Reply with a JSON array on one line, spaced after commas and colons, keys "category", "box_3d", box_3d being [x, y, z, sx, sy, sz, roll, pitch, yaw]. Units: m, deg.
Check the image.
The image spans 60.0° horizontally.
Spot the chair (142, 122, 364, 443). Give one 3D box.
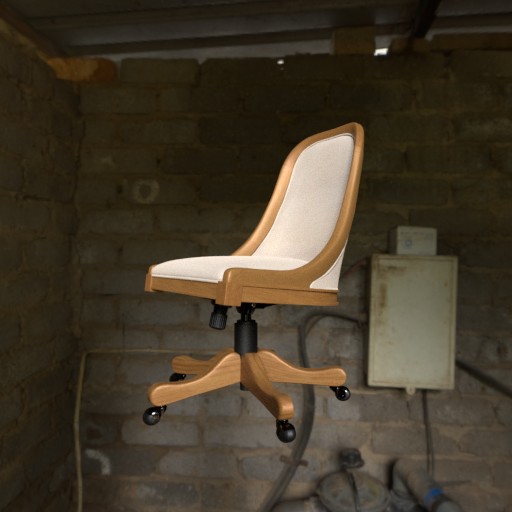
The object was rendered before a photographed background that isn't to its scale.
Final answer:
[{"category": "chair", "box_3d": [0.000, 0.000, 1.539, 0.811, 1.009, 0.702, 0, 0, -34]}]
